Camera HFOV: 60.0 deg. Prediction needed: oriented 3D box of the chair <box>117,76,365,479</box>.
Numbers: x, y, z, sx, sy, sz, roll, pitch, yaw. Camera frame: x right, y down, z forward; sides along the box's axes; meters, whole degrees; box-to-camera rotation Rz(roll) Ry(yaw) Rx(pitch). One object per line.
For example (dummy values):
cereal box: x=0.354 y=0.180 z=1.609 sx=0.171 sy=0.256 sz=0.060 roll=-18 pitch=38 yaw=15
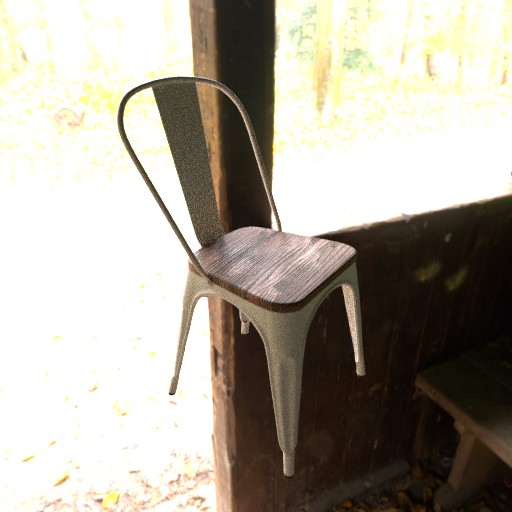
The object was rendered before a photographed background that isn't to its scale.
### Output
chair: x=0.000 y=0.000 z=1.157 sx=0.521 sy=0.851 sz=0.452 roll=17 pitch=31 yaw=31
